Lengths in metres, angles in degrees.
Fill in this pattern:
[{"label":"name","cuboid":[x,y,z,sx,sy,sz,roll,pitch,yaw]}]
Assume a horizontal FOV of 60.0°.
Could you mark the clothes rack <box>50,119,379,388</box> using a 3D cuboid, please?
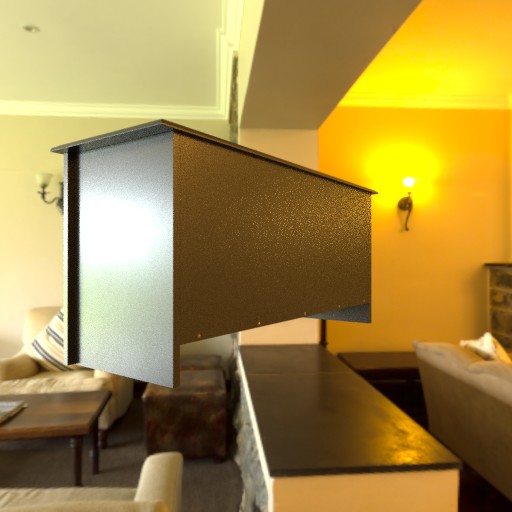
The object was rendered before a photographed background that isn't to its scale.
[{"label":"clothes rack","cuboid":[0.000,0.000,1.495,0.406,0.556,1.219,0,0,35]}]
